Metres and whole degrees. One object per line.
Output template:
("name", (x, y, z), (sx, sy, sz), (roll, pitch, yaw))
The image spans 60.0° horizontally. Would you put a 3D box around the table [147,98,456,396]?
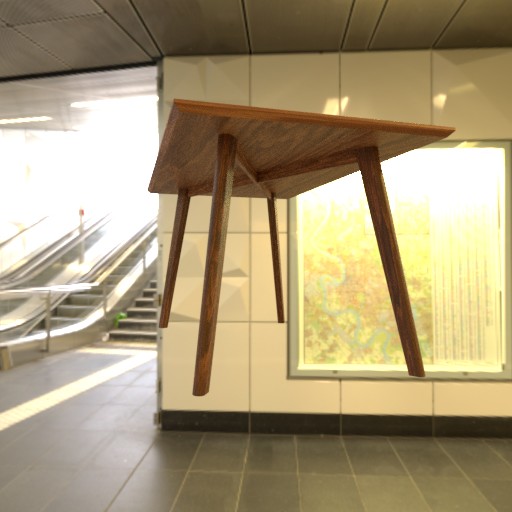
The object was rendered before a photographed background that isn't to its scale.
("table", (0.000, 0.000, 1.802), (0.801, 0.724, 1.349), (0, -1, -16))
